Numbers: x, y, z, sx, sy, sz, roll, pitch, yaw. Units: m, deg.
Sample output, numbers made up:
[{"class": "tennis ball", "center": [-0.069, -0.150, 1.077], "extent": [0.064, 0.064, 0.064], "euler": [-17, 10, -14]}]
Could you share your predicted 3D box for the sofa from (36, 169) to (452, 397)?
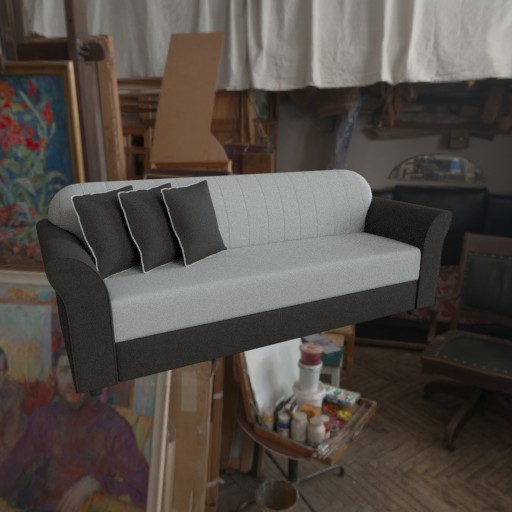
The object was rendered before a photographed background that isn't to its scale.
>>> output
[{"class": "sofa", "center": [0.000, 0.000, 2.313], "extent": [2.001, 0.787, 0.755], "euler": [-8, 18, -26]}]
